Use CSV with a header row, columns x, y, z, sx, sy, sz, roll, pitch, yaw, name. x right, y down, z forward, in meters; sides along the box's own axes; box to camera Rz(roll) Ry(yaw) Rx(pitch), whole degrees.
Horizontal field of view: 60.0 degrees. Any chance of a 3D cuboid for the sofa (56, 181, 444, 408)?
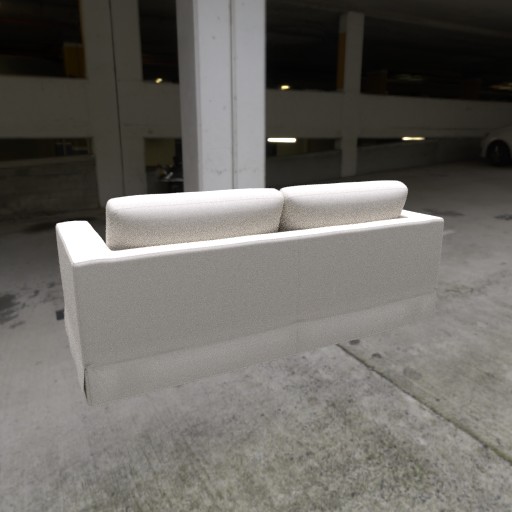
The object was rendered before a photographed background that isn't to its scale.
x,y,z,sx,sy,sz,roll,pitch,yaw,name
0.000,0.000,2.693,2.163,0.881,0.954,-8,17,-26,sofa
